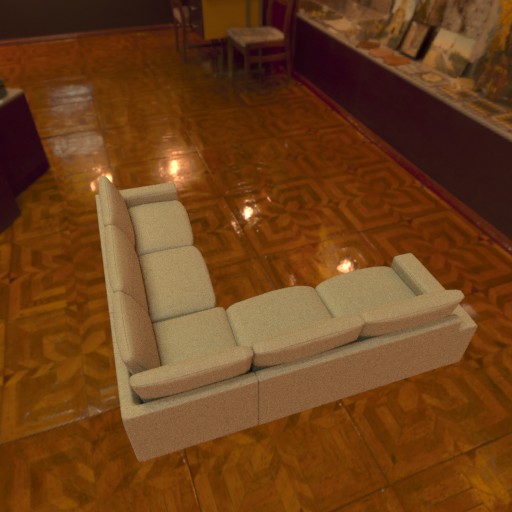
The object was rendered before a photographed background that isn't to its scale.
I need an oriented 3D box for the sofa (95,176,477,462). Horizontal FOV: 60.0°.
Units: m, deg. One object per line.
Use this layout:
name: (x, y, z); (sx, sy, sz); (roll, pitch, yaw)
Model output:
sofa: (0.000, 0.000, 4.051); (2.622, 0.800, 2.742); (-13, 43, -14)
